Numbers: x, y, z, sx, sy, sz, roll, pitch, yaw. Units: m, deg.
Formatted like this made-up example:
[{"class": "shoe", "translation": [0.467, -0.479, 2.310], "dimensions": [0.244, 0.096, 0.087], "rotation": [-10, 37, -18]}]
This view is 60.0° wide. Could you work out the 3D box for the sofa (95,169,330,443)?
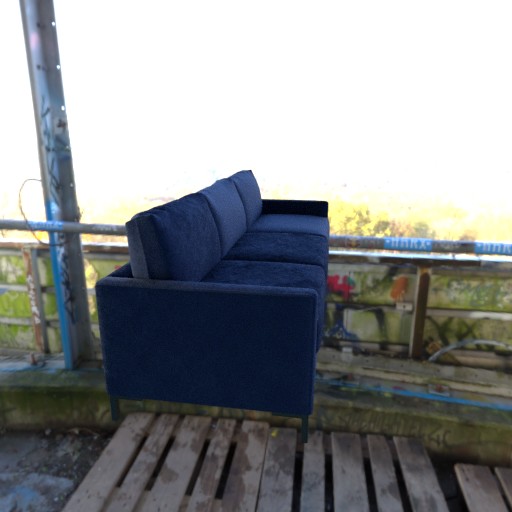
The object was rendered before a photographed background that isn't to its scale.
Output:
[{"class": "sofa", "translation": [0.000, 0.000, 2.711], "dimensions": [0.875, 0.879, 2.252], "rotation": [3, 16, 10]}]
